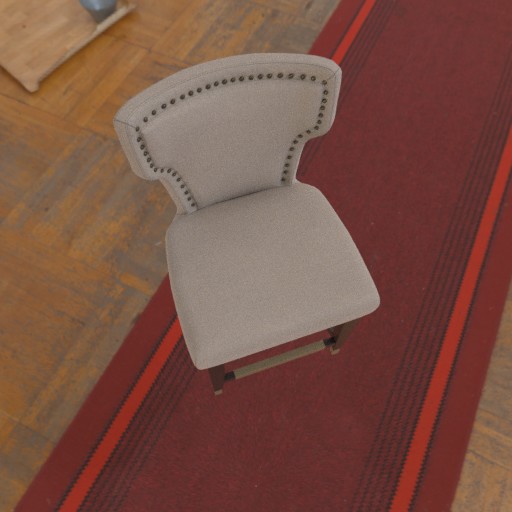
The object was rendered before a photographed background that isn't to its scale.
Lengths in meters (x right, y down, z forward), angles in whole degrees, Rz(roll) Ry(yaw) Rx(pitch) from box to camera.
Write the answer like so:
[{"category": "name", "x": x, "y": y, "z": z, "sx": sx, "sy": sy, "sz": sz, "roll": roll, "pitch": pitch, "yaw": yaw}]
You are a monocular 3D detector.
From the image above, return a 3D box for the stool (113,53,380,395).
[{"category": "stool", "x": 0.000, "y": 0.000, "z": 1.322, "sx": 0.527, "sy": 0.982, "sz": 0.563, "roll": -17, "pitch": 64, "yaw": -9}]
